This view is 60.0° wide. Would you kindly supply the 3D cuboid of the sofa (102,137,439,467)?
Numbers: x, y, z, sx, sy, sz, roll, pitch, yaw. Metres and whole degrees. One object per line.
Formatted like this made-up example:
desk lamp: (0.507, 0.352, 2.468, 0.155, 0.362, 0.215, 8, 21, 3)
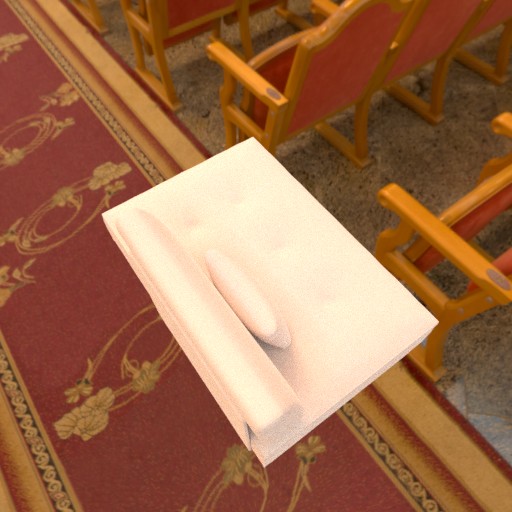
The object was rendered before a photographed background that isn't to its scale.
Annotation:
sofa: (0.000, 0.000, 2.074, 1.000, 0.820, 1.450, -31, 63, -18)
